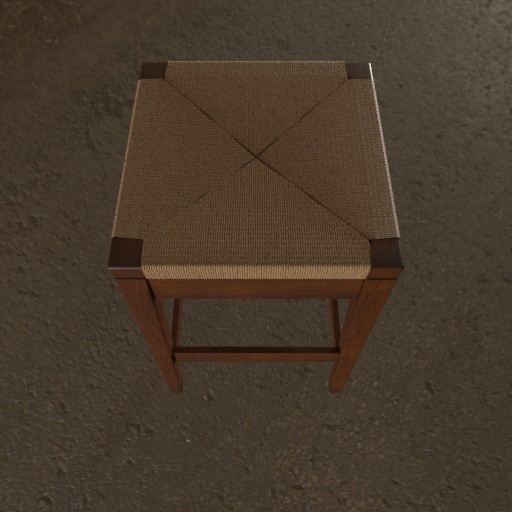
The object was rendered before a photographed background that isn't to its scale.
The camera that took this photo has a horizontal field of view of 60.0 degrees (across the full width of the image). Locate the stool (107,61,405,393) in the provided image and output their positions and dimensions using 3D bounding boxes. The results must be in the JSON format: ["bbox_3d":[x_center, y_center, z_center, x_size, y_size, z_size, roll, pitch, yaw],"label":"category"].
[{"bbox_3d":[0.000,0.000,1.065,0.497,0.762,0.507,0,63,0],"label":"stool"}]
